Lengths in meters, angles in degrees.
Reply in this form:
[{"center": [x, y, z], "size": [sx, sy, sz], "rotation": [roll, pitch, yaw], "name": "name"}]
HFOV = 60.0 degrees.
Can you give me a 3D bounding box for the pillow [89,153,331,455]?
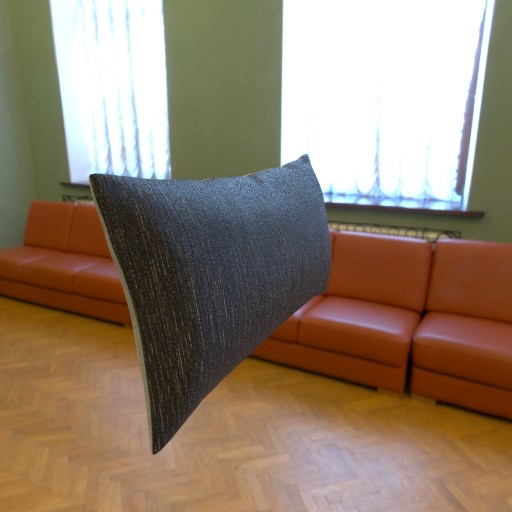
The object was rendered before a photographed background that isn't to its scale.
[{"center": [0.000, 0.000, 0.720], "size": [0.156, 0.305, 0.608], "rotation": [7, 17, 26], "name": "pillow"}]
